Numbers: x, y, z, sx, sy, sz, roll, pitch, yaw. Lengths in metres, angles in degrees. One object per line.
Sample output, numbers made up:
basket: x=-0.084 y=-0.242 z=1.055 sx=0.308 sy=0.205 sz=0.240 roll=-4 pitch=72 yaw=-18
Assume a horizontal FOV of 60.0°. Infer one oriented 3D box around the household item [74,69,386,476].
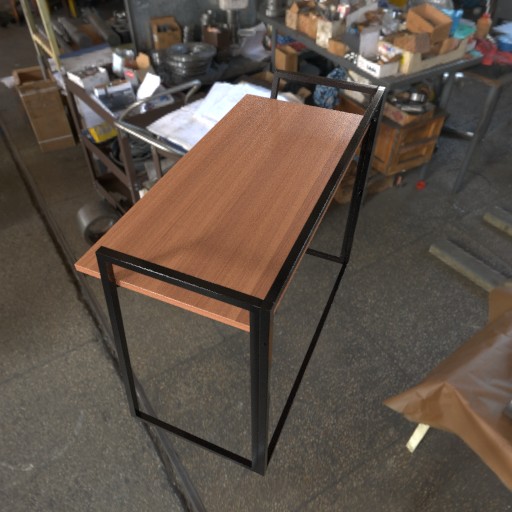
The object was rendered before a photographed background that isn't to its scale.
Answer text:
household item: x=0.000 y=0.000 z=1.538 sx=0.510 sy=0.860 sz=1.050 roll=17 pitch=47 yaw=16
